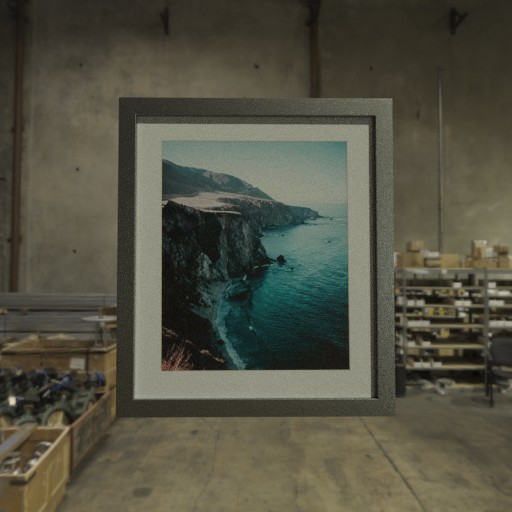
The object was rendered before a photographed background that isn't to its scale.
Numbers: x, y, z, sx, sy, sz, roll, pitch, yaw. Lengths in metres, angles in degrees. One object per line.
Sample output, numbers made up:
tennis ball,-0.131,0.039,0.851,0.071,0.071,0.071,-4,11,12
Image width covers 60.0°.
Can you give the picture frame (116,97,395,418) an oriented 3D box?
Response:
picture frame,0.000,0.000,1.380,0.839,0.968,0.073,0,-2,-1
